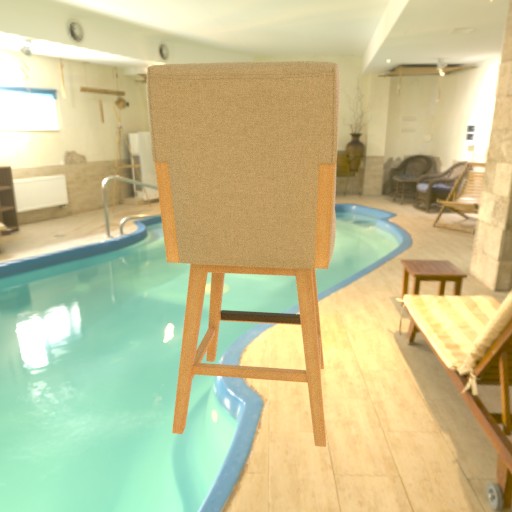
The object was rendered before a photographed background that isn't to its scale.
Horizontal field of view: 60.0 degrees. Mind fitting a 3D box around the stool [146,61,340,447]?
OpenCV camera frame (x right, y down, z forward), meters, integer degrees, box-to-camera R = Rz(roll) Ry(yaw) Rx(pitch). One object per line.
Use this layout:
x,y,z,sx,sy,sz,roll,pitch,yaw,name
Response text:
0.000,0.000,1.425,0.507,1.085,0.606,2,16,7,stool
